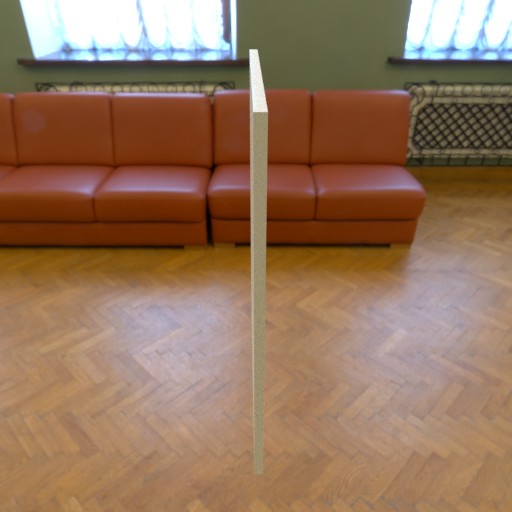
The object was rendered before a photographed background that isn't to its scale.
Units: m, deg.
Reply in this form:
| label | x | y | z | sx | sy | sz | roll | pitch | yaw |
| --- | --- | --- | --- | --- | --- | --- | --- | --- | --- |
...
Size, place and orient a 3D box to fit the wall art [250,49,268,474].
| label | x | y | z | sx | sy | sz | roll | pitch | yaw |
| --- | --- | --- | --- | --- | --- | --- | --- | --- | --- |
| wall art | 0.000 | 0.000 | 0.683 | 0.013 | 0.533 | 0.381 | -1 | 32 | -1 |
